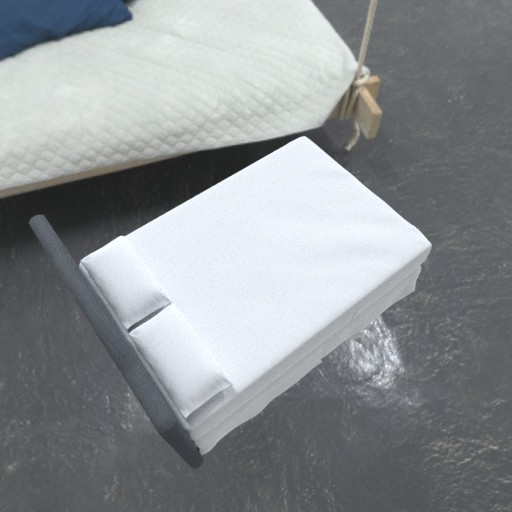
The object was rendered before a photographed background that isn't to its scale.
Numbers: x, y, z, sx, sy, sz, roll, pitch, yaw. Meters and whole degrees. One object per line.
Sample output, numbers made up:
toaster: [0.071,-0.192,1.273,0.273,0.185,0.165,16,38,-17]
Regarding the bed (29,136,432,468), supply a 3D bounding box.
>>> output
bed: [0.000,0.000,3.477,2.507,1.441,1.747,-33,64,-19]
